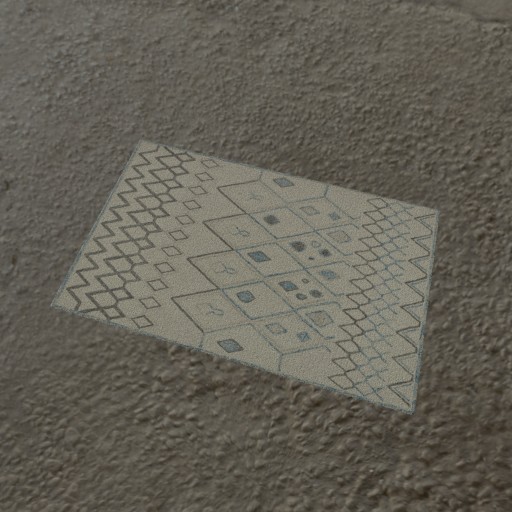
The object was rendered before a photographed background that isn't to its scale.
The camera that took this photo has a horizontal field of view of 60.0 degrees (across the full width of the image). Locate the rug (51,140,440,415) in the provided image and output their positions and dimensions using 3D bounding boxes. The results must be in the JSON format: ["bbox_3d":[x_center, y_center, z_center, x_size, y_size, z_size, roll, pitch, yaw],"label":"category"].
[{"bbox_3d":[0.000,0.000,3.158,2.439,0.015,1.524,15,64,7],"label":"rug"}]
